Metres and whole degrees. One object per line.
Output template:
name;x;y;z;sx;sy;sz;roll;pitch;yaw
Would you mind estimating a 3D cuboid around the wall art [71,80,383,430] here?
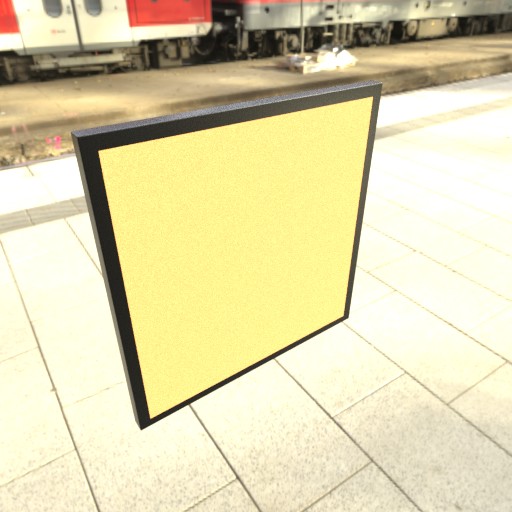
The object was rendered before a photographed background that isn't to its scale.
wall art;0.000;0.000;1.132;0.755;0.761;0.038;-21;38;-30
